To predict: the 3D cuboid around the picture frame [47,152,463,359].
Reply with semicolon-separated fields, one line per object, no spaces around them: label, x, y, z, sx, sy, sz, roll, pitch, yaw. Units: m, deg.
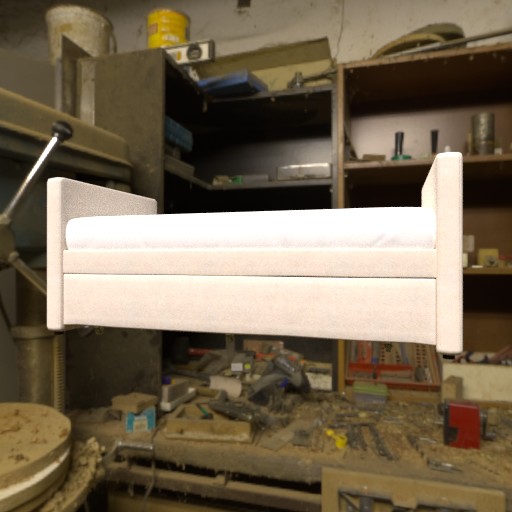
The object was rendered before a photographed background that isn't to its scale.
picture frame;0.000;0.000;2.694;2.161;0.891;1.069;0;0;17
